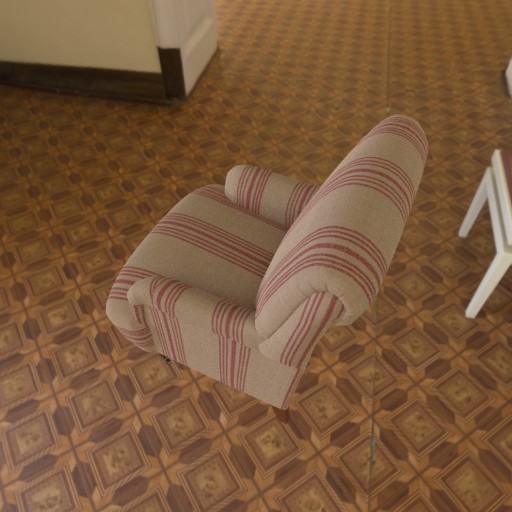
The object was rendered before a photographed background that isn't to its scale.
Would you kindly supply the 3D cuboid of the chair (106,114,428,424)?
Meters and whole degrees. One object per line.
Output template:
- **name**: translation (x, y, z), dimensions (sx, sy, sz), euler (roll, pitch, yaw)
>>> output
- **chair**: translation (0.000, 0.000, 1.865), dimensions (1.058, 1.123, 0.933), euler (19, 50, 17)
